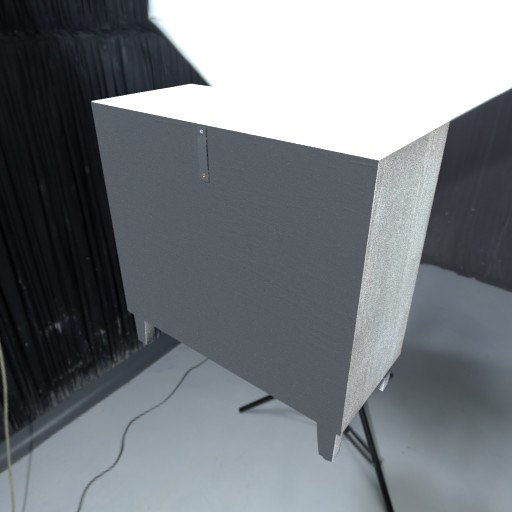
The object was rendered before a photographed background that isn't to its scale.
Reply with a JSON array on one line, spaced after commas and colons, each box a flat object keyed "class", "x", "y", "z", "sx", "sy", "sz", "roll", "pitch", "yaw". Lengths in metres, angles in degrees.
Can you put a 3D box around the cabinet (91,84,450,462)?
[{"class": "cabinet", "x": 0.000, "y": 0.000, "z": 1.231, "sx": 0.781, "sy": 0.787, "sz": 0.370, "roll": 21, "pitch": 36, "yaw": 33}]
